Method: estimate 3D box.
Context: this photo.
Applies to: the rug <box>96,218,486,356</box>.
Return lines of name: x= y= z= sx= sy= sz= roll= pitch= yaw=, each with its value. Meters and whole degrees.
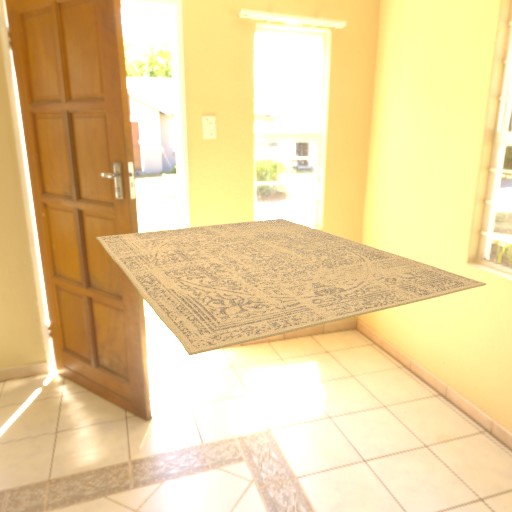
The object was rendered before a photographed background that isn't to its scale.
rug: x=0.000 y=0.000 z=3.977 sx=2.311 sy=0.032 sz=2.921 roll=-8 pitch=18 yaw=-27
